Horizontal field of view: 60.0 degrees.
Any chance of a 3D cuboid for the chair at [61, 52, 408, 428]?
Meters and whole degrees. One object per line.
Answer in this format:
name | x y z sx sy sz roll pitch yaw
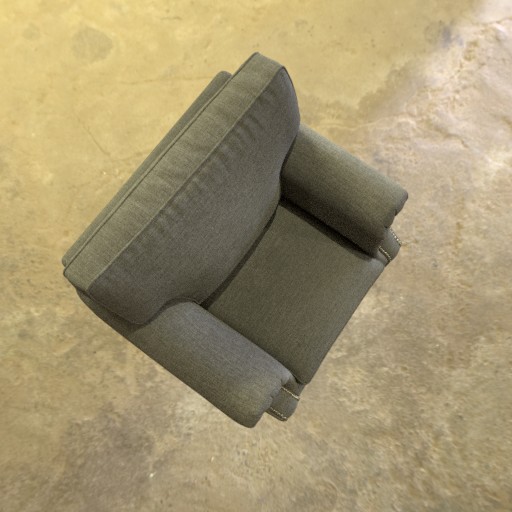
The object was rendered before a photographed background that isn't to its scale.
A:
chair | 0.000 0.000 1.779 0.965 0.961 1.092 35 78 8
